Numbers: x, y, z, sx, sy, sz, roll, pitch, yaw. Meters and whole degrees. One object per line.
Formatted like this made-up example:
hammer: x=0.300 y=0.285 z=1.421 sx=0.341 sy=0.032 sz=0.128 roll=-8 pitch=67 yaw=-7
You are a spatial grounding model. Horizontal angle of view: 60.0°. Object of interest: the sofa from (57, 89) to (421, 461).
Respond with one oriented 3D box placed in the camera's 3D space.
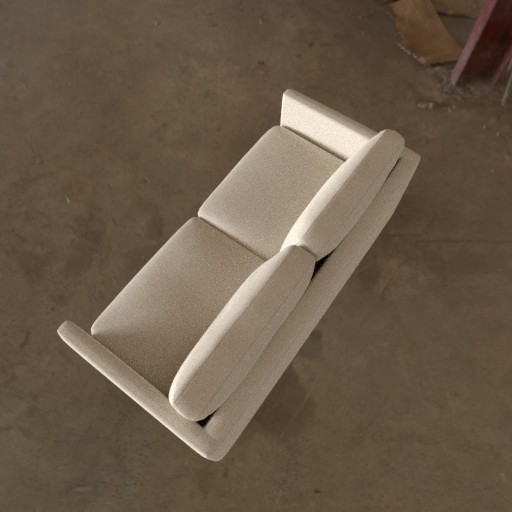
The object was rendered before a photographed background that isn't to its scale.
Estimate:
sofa: x=0.000 y=0.000 z=2.538 sx=0.965 sy=0.889 sz=1.981 roll=33 pitch=68 yaw=15
